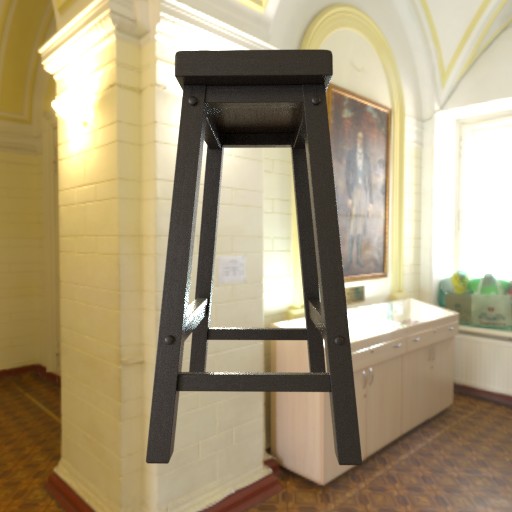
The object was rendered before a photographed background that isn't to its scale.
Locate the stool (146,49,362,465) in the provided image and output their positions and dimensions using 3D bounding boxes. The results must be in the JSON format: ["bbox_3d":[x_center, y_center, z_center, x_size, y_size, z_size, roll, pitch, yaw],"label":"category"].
[{"bbox_3d":[0.000,0.000,0.852,0.322,0.610,0.406,0,2,1],"label":"stool"}]
